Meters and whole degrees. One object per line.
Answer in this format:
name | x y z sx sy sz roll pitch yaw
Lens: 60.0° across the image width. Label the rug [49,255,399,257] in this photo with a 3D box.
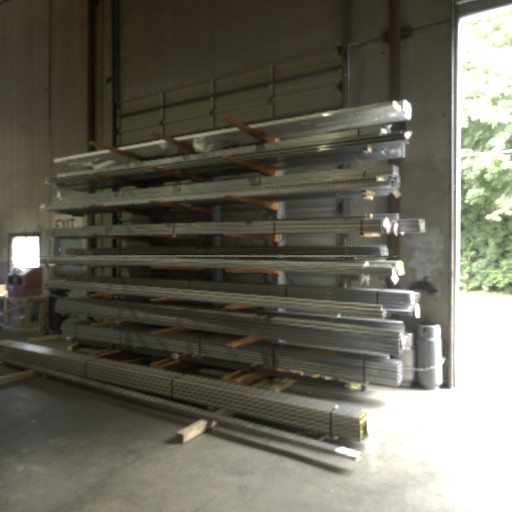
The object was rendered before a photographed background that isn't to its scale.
rug | 0.000 0.000 4.032 2.453 0.004 3.037 0 0 18
